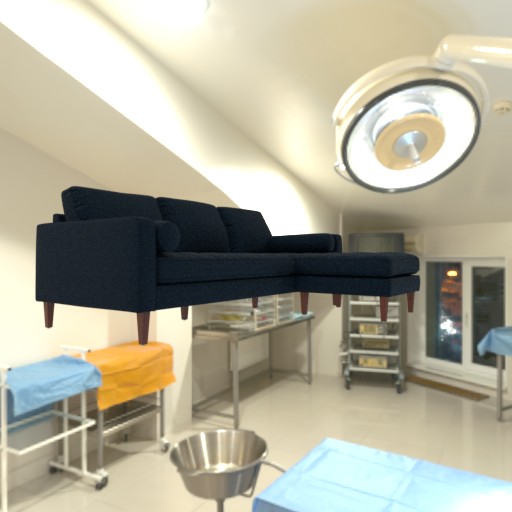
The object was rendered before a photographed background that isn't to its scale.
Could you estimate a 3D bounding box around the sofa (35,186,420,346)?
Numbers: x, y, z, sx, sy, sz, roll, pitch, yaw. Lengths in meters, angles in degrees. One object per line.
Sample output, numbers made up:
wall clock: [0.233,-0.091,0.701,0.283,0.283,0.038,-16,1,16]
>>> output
sofa: [0.000,0.000,2.962,1.613,0.841,2.185,0,0,36]
